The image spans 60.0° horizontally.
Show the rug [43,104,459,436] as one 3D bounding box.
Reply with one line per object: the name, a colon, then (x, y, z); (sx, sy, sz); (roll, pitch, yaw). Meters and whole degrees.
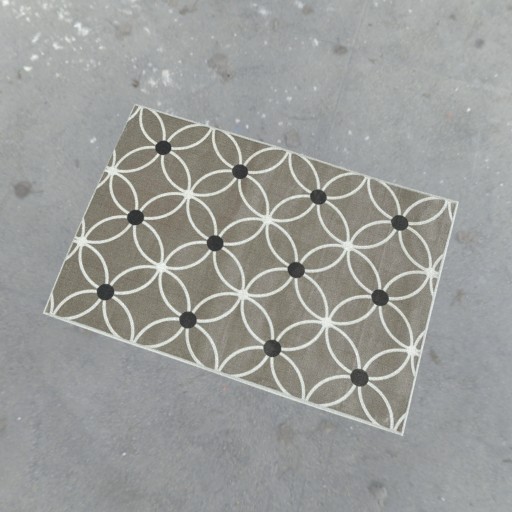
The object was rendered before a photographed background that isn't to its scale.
rug: (0.000, 0.000, 2.808); (2.284, 0.008, 1.522); (18, 78, 4)
